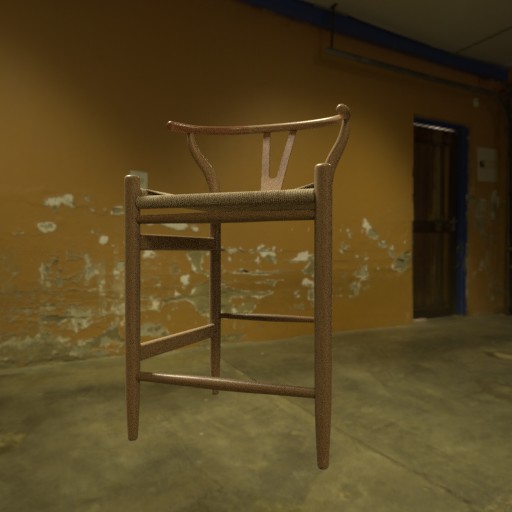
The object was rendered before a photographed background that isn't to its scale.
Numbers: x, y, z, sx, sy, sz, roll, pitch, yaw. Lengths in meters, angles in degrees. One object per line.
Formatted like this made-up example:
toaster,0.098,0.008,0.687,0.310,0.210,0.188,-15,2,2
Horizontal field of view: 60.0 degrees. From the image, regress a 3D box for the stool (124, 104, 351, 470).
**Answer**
stool,0.000,0.000,1.296,0.536,0.923,0.575,0,1,18
